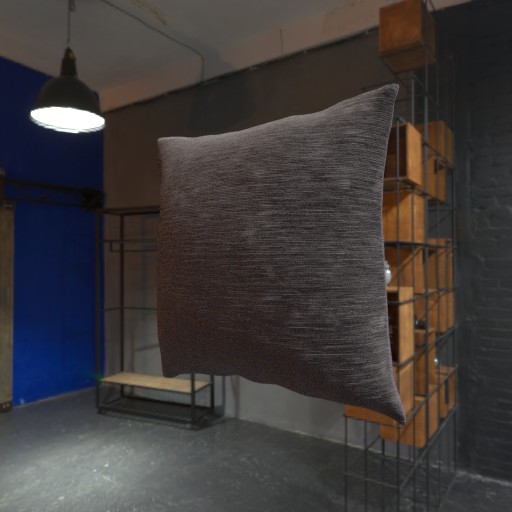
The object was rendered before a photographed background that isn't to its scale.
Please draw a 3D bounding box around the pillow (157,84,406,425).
[{"bbox_3d":[0.000,0.000,0.681,0.452,0.439,0.204,-1,-1,37],"label":"pillow"}]
